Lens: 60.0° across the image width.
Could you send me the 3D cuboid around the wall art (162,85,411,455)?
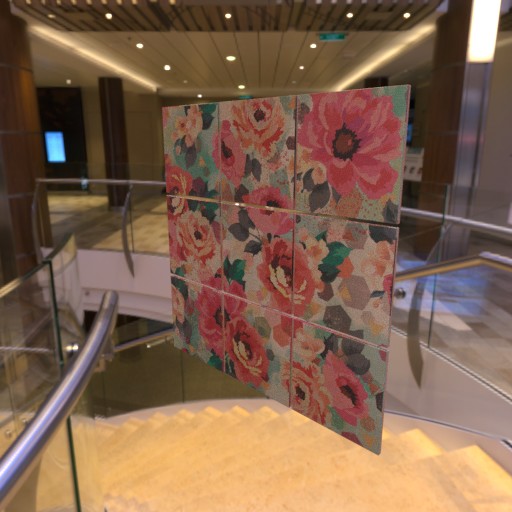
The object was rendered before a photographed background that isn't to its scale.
[{"bbox_3d":[0.000,0.000,1.359,0.911,0.910,0.012,14,20,43],"label":"wall art"}]
